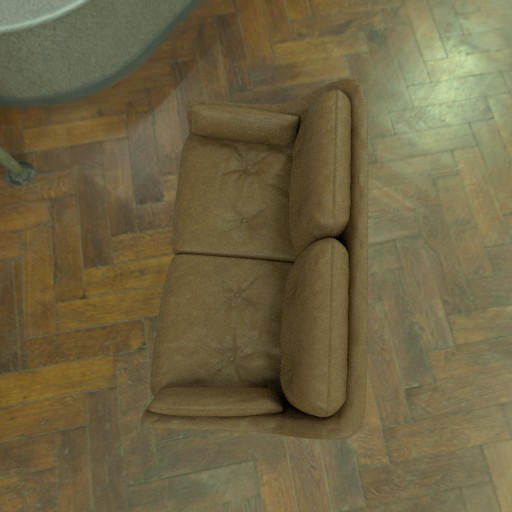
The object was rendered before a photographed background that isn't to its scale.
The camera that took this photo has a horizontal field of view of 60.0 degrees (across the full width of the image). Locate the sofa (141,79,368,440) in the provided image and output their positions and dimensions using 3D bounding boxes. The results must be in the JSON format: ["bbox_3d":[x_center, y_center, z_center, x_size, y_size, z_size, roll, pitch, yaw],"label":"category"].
[{"bbox_3d":[0.000,0.000,2.309,0.981,0.886,1.731,4,73,1],"label":"sofa"}]
